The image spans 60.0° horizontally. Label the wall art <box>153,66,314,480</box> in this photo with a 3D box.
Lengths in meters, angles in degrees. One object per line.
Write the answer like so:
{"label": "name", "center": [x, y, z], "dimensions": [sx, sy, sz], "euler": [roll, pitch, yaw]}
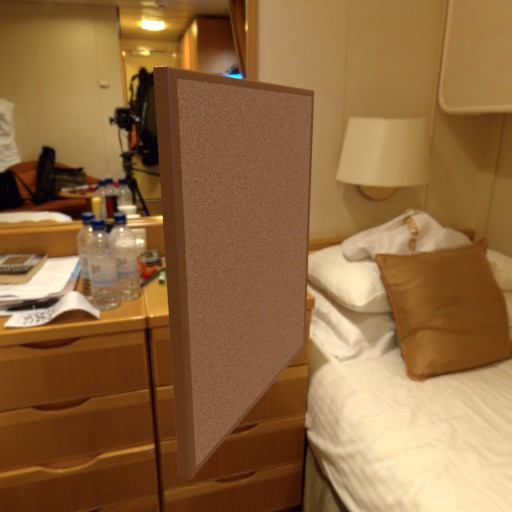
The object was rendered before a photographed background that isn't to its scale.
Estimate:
{"label": "wall art", "center": [0.000, 0.000, 0.516], "dimensions": [0.015, 0.379, 0.310], "euler": [9, 19, 26]}
